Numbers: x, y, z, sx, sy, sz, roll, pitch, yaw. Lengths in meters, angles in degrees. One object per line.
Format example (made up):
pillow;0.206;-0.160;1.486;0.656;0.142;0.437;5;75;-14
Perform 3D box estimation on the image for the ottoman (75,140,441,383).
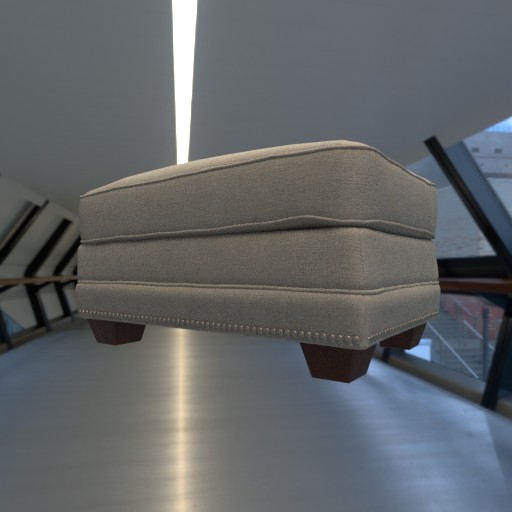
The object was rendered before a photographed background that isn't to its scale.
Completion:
ottoman;0.000;0.000;1.155;0.813;0.458;0.559;-1;-1;35
